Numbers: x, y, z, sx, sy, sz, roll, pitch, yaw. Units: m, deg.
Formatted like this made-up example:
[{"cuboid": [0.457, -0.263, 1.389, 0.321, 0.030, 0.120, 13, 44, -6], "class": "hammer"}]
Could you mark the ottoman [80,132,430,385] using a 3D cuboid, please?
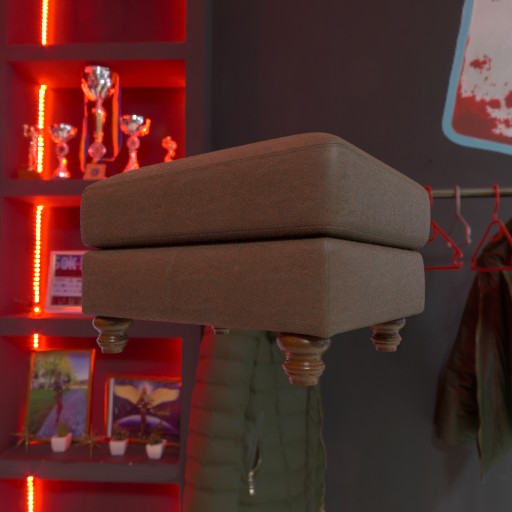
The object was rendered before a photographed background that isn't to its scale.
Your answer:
[{"cuboid": [0.000, 0.000, 1.206, 0.787, 0.508, 0.635, -2, -3, 36], "class": "ottoman"}]
